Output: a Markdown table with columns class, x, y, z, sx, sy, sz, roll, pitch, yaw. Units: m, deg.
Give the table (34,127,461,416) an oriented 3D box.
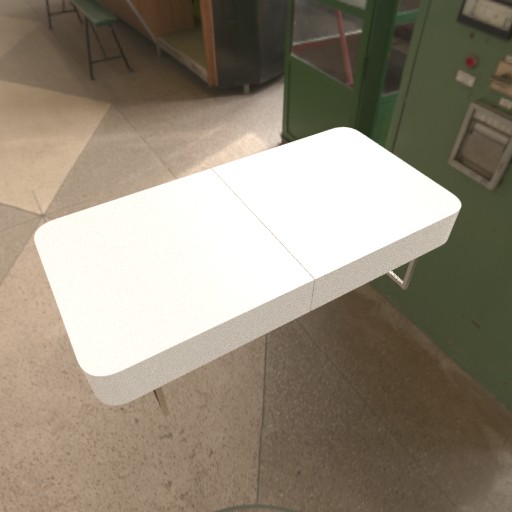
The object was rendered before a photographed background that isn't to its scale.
| class | x | y | z | sx | sy | sz | roll | pitch | yaw |
| --- | --- | --- | --- | --- | --- | --- | --- | --- | --- |
| table | 0.000 | 0.000 | 1.464 | 1.200 | 0.340 | 0.600 | -23 | 49 | -21 |
